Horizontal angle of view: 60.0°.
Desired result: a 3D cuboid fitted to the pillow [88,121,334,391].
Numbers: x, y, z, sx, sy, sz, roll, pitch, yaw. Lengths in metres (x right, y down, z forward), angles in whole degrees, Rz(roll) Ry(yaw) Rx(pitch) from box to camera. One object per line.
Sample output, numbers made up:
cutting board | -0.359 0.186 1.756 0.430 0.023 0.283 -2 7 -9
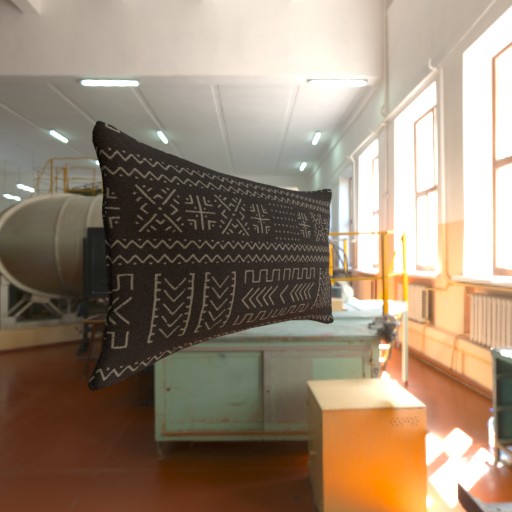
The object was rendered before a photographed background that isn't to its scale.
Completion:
pillow | 0.000 0.000 0.790 0.135 0.322 0.667 0 0 34
